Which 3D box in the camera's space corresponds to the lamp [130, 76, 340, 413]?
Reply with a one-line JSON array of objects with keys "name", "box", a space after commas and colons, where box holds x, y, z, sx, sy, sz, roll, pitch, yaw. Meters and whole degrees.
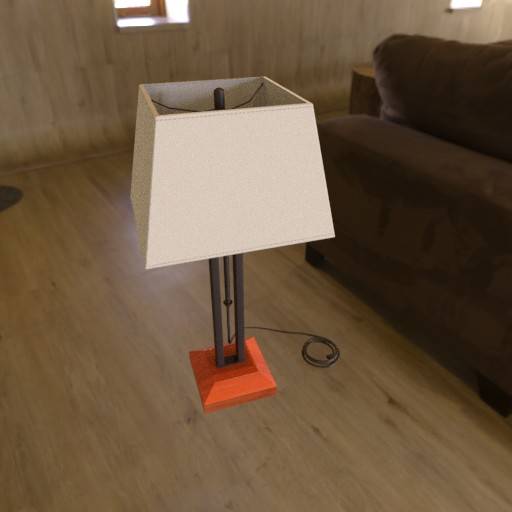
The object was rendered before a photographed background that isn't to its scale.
[{"name": "lamp", "box": [0.000, 0.000, 1.005, 0.498, 0.737, 0.310, -10, 34, -15]}]
